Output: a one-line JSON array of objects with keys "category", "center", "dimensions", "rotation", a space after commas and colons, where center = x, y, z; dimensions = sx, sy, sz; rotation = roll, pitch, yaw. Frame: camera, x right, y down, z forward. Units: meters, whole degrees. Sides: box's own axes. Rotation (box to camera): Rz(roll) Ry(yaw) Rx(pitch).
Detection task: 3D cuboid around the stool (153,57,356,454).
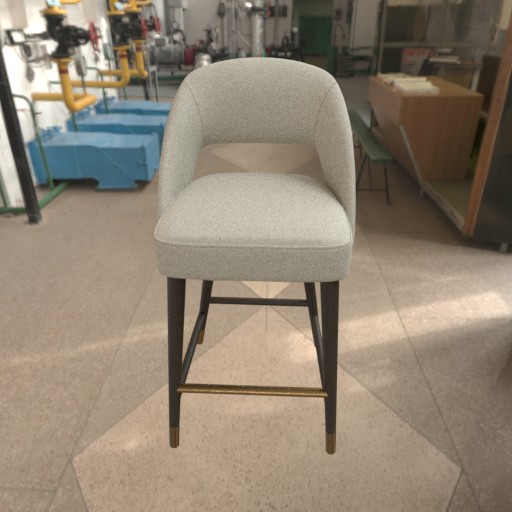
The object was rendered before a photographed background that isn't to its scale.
[{"category": "stool", "center": [0.000, 0.000, 1.198], "dimensions": [0.494, 0.940, 0.509], "rotation": [1, 29, 2]}]
